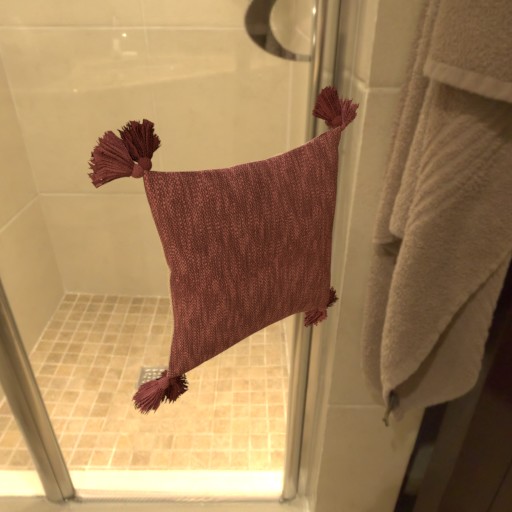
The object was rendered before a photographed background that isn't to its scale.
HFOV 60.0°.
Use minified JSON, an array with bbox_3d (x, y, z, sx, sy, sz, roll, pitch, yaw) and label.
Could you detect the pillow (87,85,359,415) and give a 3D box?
[{"bbox_3d":[0.000,0.000,0.972,0.641,0.659,0.138,-21,37,-31],"label":"pillow"}]
